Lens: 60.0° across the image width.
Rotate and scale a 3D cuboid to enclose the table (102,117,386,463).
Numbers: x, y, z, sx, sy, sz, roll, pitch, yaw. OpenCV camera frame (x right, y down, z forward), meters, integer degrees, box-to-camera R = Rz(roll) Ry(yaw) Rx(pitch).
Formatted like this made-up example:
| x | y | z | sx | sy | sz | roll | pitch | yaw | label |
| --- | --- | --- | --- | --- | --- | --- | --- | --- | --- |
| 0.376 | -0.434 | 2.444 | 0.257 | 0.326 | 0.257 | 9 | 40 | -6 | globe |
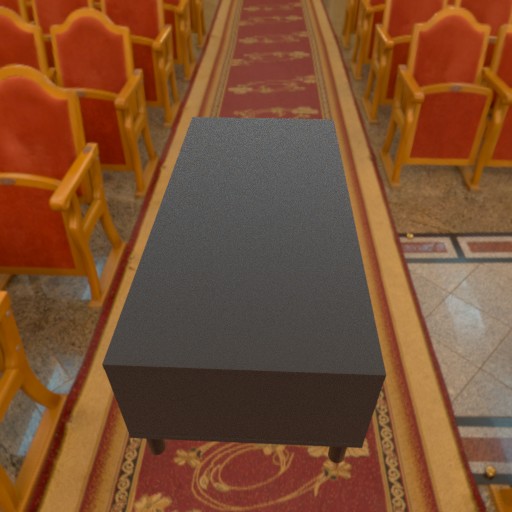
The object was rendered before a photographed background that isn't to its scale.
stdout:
| x | y | z | sx | sy | sz | roll | pitch | yaw | label |
| --- | --- | --- | --- | --- | --- | --- | --- | --- | --- |
| 0.000 | 0.000 | 1.362 | 0.550 | 0.400 | 1.100 | 2 | 41 | 2 | table |
